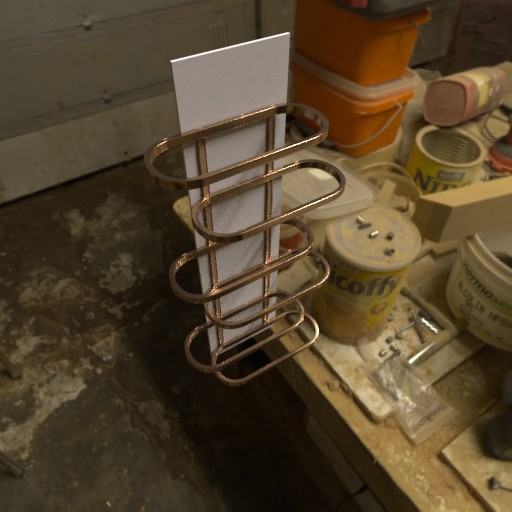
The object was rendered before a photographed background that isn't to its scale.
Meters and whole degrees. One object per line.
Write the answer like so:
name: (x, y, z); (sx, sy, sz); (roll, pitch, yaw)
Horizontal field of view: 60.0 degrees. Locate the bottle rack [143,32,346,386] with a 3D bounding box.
bottle rack: (0.000, 0.000, 0.813); (0.332, 0.709, 0.118); (-24, 51, -22)
